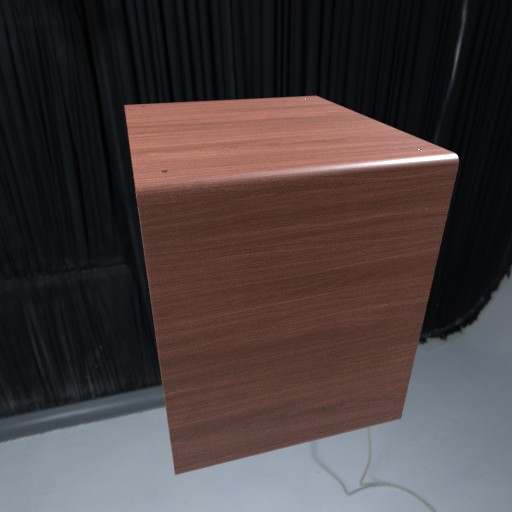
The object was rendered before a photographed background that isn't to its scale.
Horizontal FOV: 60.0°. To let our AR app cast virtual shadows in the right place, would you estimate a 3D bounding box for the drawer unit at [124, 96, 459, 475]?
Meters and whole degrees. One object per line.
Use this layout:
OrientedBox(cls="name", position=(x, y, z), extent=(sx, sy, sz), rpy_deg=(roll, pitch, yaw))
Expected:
OrientedBox(cls="drawer unit", position=(0.000, 0.000, 0.602), extent=(0.290, 0.351, 0.349), rpy_deg=(-8, 30, -14))
